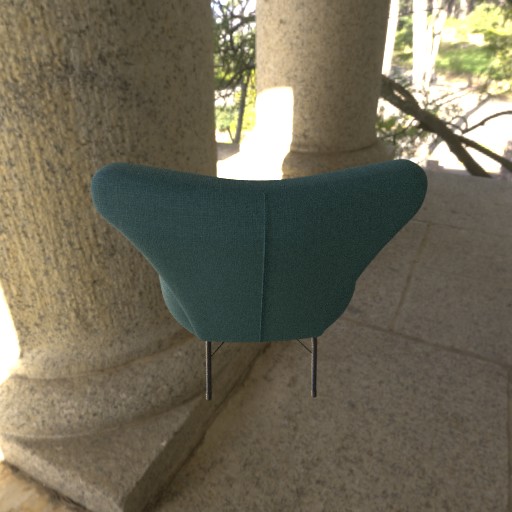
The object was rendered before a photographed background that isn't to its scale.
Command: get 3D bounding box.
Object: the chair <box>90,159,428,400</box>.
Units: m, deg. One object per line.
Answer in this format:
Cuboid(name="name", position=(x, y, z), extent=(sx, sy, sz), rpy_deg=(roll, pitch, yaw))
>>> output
Cuboid(name="chair", position=(0.000, 0.000, 1.848), extent=(1.050, 0.980, 0.900), rpy_deg=(-2, 29, -3))
